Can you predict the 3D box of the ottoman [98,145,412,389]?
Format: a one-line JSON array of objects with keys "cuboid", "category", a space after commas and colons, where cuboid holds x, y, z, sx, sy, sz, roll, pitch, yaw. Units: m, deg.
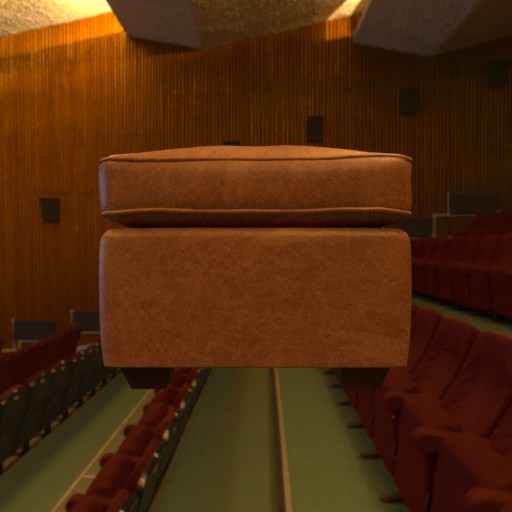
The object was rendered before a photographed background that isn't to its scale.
[{"cuboid": [0.000, 0.000, 1.122, 0.554, 0.468, 0.756, 0, 2, 0], "category": "ottoman"}]
